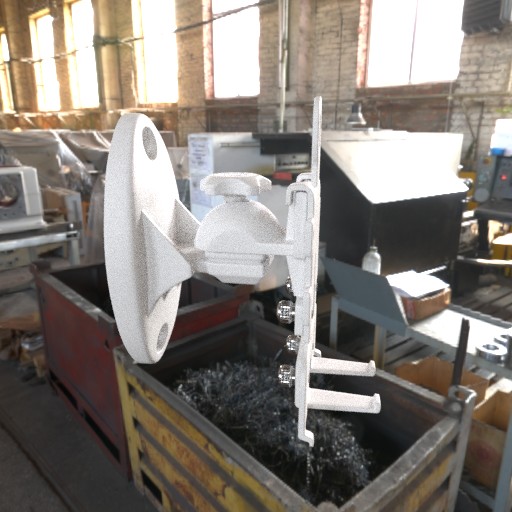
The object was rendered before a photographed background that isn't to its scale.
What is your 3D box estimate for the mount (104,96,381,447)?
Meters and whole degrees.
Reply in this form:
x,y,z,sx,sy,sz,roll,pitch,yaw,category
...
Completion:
x,y,z,sx,sy,sz,roll,pitch,yaw,category
0.000,0.000,0.175,0.100,0.118,0.066,3,16,10,mount
